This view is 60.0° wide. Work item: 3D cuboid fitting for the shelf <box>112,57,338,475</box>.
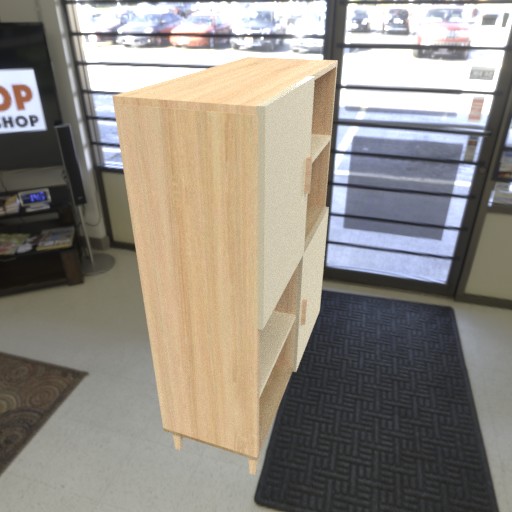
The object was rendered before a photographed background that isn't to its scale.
[{"bbox_3d":[0.000,0.000,1.832,0.434,1.405,0.995,10,31,17],"label":"shelf"}]
